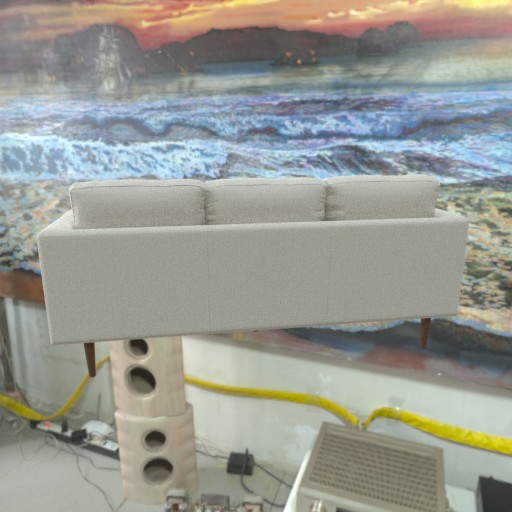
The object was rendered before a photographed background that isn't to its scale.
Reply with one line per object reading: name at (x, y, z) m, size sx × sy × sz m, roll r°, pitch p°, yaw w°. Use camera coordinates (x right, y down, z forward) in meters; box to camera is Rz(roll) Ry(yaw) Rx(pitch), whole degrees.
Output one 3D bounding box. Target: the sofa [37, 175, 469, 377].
sofa at (0.000, 0.000, 2.468) m, size 2.029 × 0.912 × 0.802 m, roll -3°, pitch 16°, yaw -9°
